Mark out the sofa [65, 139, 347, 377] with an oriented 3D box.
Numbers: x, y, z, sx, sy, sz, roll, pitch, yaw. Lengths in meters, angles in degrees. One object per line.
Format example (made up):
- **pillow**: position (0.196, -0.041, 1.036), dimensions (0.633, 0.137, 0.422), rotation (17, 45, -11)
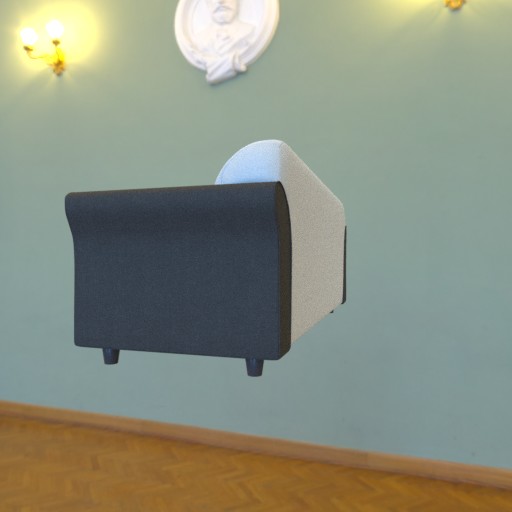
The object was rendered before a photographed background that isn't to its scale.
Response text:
- **sofa**: position (0.000, 0.000, 2.357), dimensions (0.755, 0.787, 2.001), rotation (0, 0, 17)
